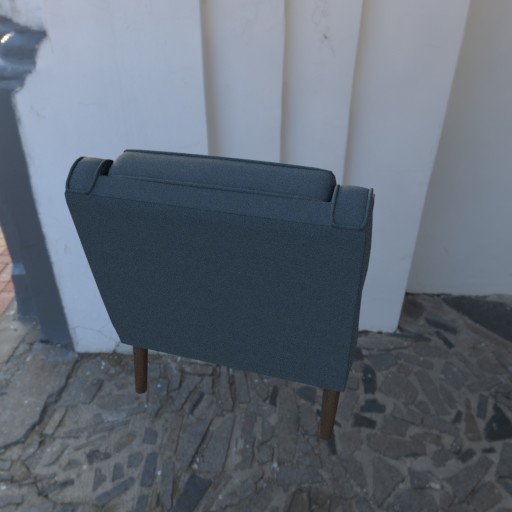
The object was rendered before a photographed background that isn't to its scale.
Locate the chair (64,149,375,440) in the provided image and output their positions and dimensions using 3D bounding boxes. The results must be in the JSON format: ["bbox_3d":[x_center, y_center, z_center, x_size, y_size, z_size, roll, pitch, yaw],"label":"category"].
[{"bbox_3d":[0.000,0.000,1.341,0.663,0.780,0.733,9,33,14],"label":"chair"}]
